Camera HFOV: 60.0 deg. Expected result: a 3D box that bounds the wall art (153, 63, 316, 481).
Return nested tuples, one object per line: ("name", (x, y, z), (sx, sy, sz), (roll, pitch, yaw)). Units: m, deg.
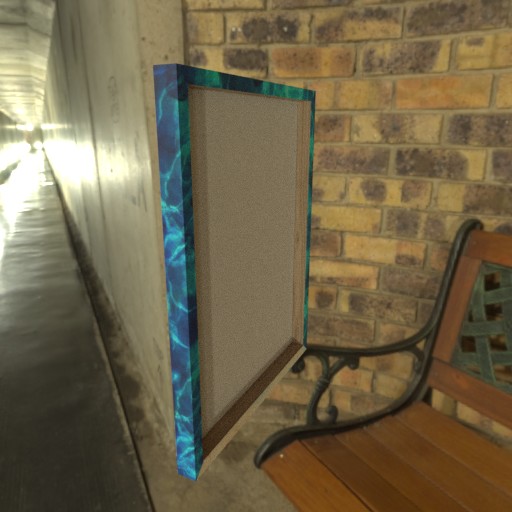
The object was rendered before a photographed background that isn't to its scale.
("wall art", (0.000, 0.000, 0.864), (0.038, 0.635, 0.508), (8, 18, 26))
